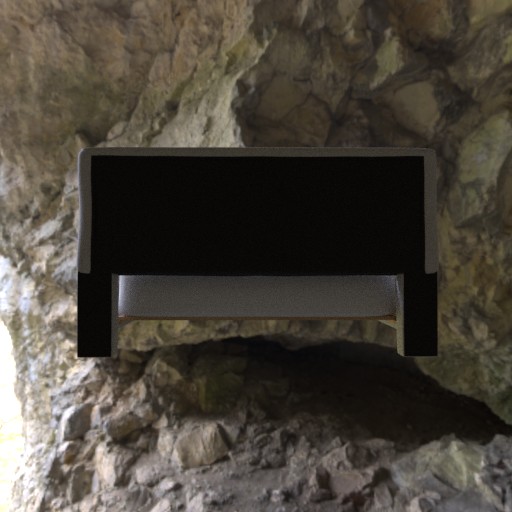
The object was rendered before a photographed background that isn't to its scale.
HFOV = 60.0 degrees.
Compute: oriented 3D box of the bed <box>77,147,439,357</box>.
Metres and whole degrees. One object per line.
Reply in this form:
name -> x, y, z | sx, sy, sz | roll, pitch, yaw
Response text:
bed -> 0.000, 0.000, 3.348 | 1.840, 1.067, 2.368 | 0, -1, -1
